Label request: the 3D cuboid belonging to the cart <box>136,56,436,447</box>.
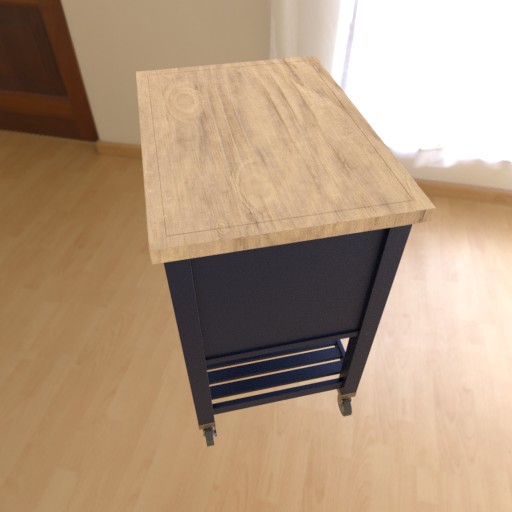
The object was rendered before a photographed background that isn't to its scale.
[{"bbox_3d":[0.000,0.000,1.436,0.567,0.920,0.797,-9,46,-9],"label":"cart"}]
